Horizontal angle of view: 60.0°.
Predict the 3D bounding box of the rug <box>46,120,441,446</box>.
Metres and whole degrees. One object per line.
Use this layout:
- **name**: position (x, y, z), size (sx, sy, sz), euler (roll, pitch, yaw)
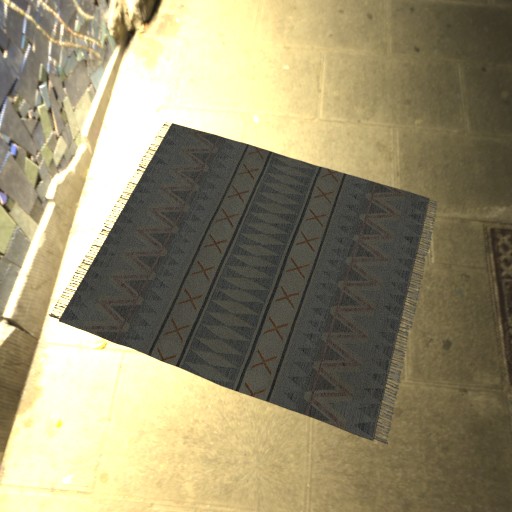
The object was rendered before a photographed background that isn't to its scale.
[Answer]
- **rug**: position (0.000, 0.000, 4.070), size (3.000, 0.012, 2.371), euler (18, 66, 9)
